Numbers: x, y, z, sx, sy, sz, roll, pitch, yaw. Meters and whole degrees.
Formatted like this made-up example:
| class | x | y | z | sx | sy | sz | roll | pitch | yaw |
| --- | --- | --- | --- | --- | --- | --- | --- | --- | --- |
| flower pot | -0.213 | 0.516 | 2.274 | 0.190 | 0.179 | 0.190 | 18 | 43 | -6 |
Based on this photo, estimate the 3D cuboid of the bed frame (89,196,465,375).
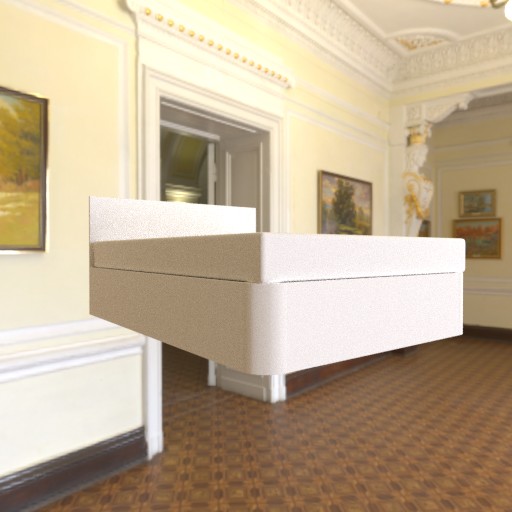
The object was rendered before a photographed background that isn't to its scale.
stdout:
| class | x | y | z | sx | sy | sz | roll | pitch | yaw |
| --- | --- | --- | --- | --- | --- | --- | --- | --- | --- |
| bed frame | 0.000 | 0.000 | 2.666 | 1.400 | 0.800 | 1.900 | -1 | 1 | -37 |
